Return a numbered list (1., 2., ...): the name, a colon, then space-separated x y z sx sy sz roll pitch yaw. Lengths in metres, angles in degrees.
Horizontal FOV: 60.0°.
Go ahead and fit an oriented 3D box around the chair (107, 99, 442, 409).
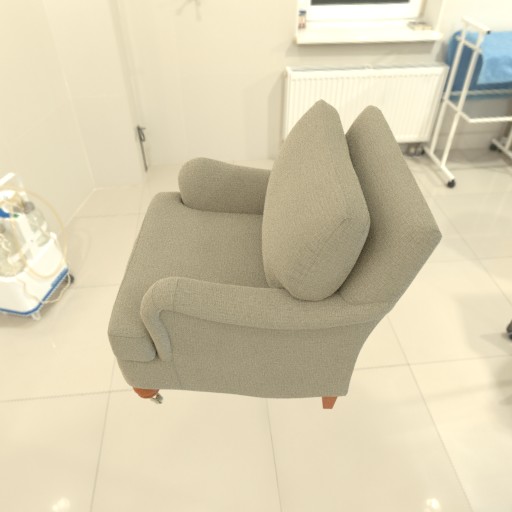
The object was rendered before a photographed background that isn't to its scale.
1. chair: 0.000 0.000 1.865 1.070 1.038 0.955 1 41 1
